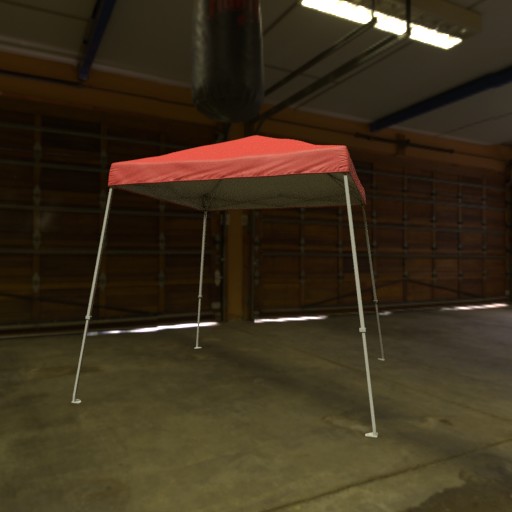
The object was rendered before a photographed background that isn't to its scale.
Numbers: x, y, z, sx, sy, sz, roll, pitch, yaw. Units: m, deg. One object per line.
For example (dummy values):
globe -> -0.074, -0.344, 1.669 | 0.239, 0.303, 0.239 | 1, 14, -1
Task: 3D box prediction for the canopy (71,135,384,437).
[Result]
canopy -> 0.000, 0.000, 5.227 | 2.848, 2.849, 2.849 | 0, -1, 17
